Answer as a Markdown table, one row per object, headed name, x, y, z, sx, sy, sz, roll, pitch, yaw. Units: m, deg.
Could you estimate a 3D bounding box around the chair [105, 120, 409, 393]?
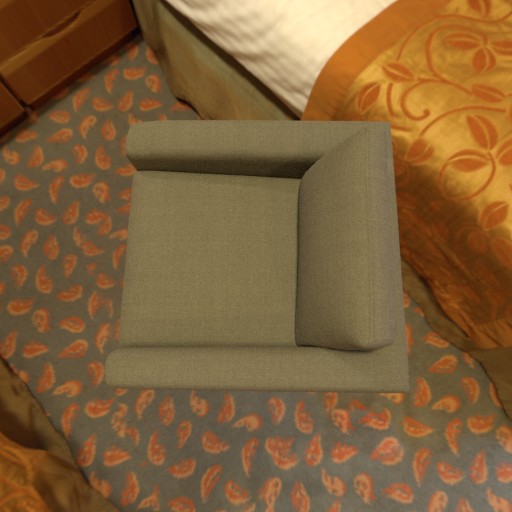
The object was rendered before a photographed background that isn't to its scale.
| name | x | y | z | sx | sy | sz | roll | pitch | yaw |
| --- | --- | --- | --- | --- | --- | --- | --- | --- | --- |
| chair | 0.000 | 0.000 | 1.846 | 1.100 | 0.847 | 1.070 | 1 | 75 | 0 |
